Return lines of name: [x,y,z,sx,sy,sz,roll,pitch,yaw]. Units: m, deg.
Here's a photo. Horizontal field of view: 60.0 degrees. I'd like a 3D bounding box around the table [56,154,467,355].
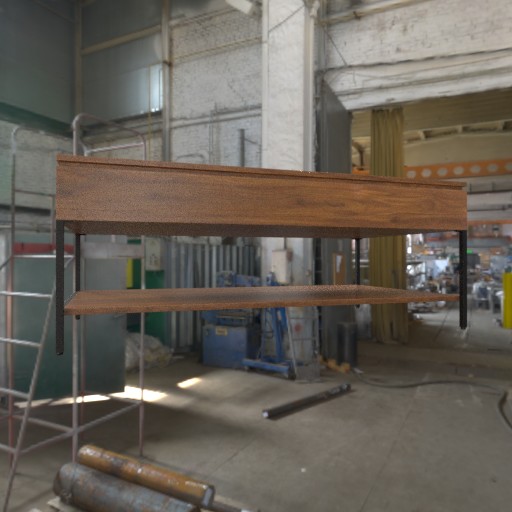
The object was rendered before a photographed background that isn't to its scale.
table: [0.000,0.000,1.349,1.057,0.414,0.574,0,0,-18]
